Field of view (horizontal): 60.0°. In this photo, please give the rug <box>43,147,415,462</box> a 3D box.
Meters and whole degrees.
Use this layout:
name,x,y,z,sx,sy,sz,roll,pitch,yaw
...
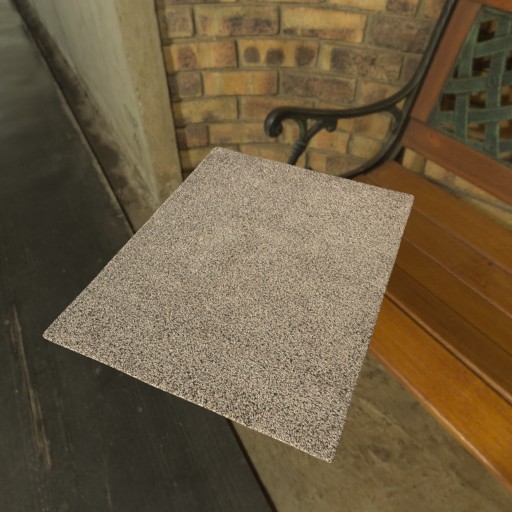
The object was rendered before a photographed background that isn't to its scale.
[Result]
name,x,y,z,sx,sy,sz,roll,pitch,yaw
rug,0.000,0.000,4.196,2.438,0.029,3.047,18,49,16
